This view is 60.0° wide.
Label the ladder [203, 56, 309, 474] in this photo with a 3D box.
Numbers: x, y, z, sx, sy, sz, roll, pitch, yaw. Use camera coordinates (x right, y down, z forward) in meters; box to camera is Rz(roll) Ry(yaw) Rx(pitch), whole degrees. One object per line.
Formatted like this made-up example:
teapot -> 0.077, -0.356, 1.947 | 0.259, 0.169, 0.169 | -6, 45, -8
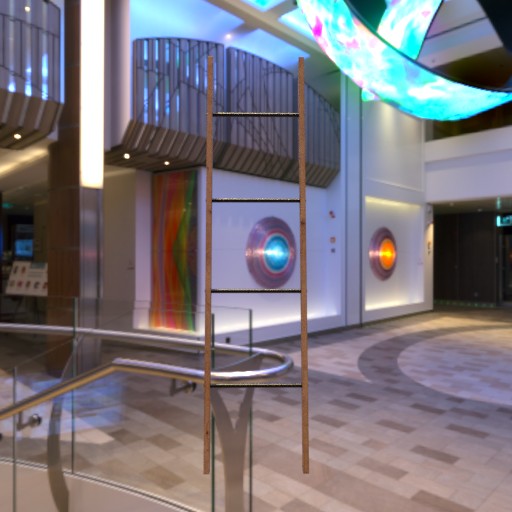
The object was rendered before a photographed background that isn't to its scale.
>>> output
ladder -> 0.000, 0.000, 1.929 | 0.442, 1.805, 0.200 | 0, 0, -1
